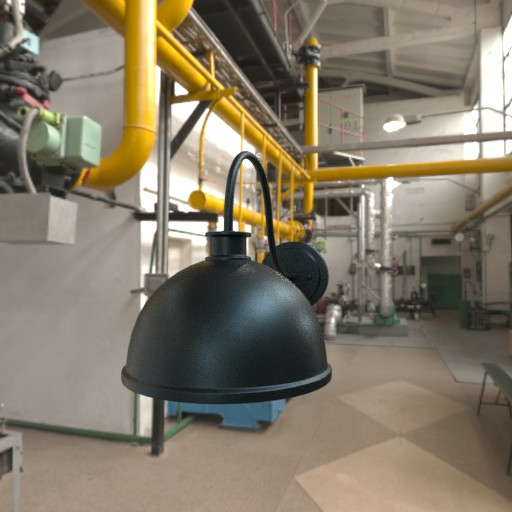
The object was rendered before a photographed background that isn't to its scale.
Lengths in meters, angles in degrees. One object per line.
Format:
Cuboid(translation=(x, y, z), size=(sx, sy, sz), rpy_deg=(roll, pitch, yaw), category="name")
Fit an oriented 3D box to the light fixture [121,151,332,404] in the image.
Cuboid(translation=(0.000, 0.000, 0.653), size=(0.253, 0.295, 0.467), rpy_deg=(-1, -2, 19), category="light fixture")
